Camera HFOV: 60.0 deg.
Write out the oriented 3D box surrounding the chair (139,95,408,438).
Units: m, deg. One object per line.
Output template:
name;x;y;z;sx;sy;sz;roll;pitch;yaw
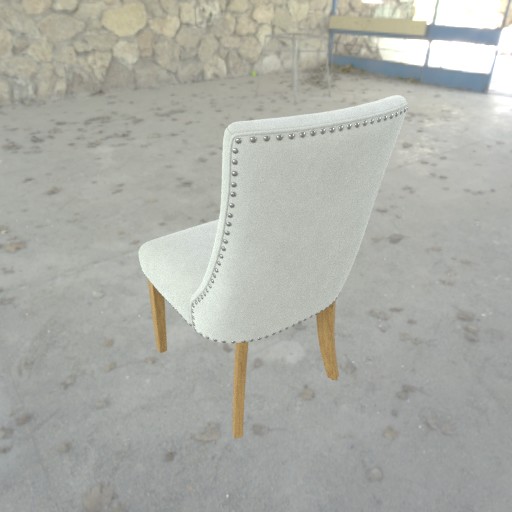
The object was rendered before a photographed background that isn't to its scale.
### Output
chair;0.000;0.000;1.264;0.495;0.902;0.610;-20;35;-30
